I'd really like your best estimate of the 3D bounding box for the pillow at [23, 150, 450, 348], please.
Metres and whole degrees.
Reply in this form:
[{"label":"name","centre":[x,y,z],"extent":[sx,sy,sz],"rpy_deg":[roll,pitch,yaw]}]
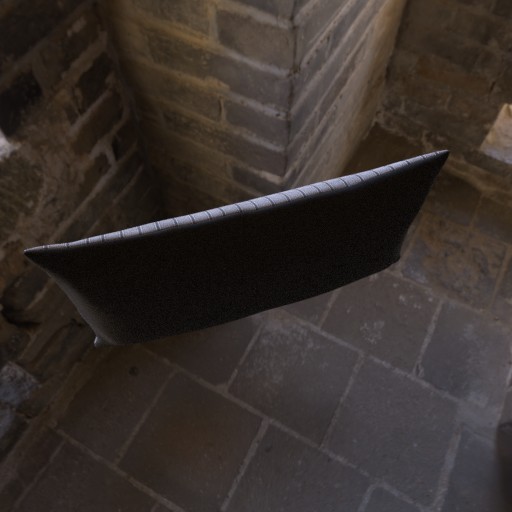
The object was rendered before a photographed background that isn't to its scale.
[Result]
[{"label":"pillow","centre":[0.000,0.000,0.727],"extent":[0.609,0.305,0.151],"rpy_deg":[-15,59,-10]}]
